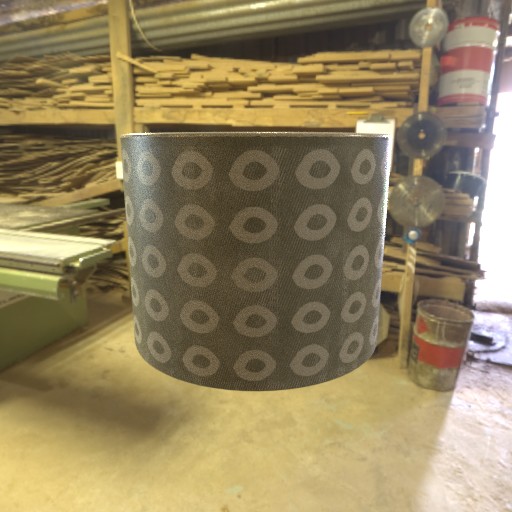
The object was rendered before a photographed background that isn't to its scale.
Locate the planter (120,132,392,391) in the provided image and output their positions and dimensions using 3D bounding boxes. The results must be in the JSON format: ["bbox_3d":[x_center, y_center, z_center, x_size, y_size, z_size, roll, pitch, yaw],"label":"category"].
[{"bbox_3d":[0.000,0.000,0.455,0.250,0.239,0.250,0,14,0],"label":"planter"}]
